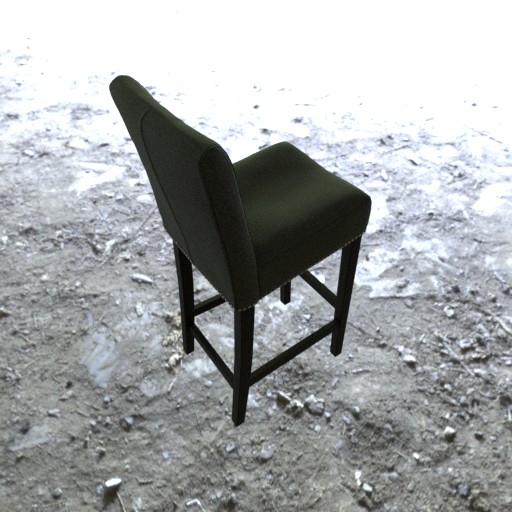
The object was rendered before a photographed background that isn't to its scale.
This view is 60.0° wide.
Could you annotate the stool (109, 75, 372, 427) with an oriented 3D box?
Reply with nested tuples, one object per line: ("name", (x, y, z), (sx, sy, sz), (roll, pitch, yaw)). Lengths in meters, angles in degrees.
("stool", (0.000, 0.000, 1.309), (0.548, 1.047, 0.411), (-26, 49, -25))
